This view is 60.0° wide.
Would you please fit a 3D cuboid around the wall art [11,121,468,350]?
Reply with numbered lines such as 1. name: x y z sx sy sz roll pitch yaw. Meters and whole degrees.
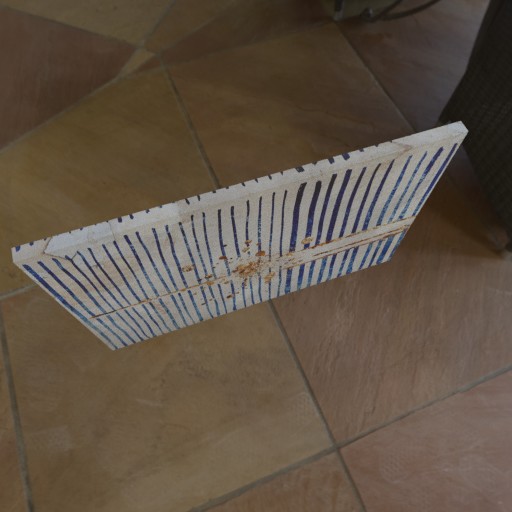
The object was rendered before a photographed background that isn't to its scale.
1. wall art: 0.000 0.000 1.402 1.143 0.757 0.038 -17 65 -8
